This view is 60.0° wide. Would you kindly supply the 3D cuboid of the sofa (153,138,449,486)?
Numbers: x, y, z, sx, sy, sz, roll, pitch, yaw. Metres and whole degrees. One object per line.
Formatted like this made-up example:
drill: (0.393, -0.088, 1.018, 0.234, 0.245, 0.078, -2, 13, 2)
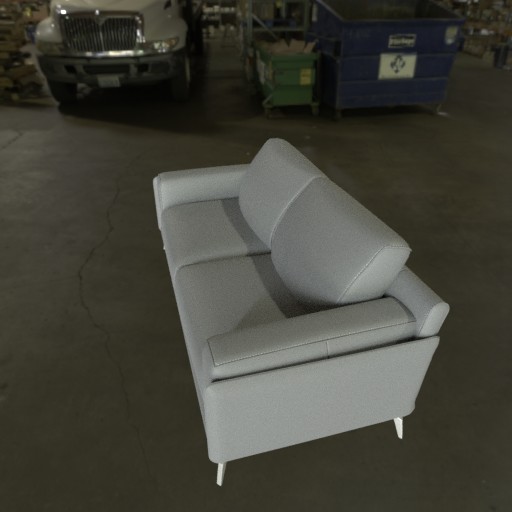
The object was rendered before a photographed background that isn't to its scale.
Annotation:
sofa: (0.000, 0.000, 2.535, 0.969, 0.900, 2.100, -9, 32, -14)
